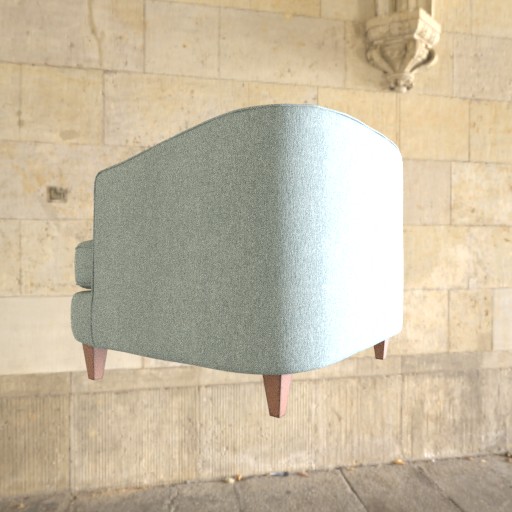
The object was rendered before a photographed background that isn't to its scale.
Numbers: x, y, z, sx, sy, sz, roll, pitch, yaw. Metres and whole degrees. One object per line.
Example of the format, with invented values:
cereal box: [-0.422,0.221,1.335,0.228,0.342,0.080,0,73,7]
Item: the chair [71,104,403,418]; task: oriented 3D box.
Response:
chair: [0.000,0.000,1.720,0.945,0.852,1.094,0,1,36]
